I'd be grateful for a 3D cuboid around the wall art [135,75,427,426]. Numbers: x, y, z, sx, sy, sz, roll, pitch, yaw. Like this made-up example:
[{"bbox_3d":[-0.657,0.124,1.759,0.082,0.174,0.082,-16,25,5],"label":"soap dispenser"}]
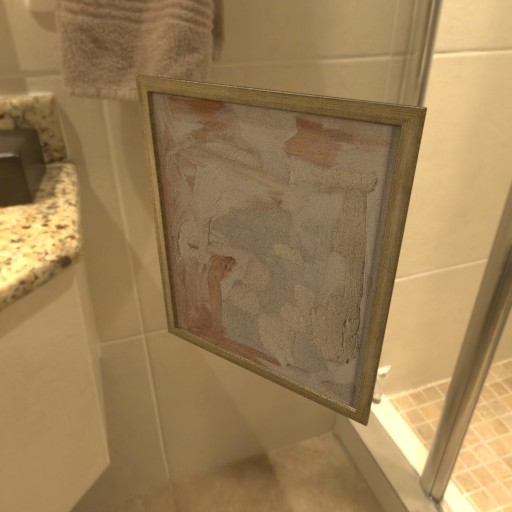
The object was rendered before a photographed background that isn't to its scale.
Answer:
[{"bbox_3d":[0.000,0.000,0.780,0.483,0.559,0.009,18,35,28],"label":"wall art"}]
